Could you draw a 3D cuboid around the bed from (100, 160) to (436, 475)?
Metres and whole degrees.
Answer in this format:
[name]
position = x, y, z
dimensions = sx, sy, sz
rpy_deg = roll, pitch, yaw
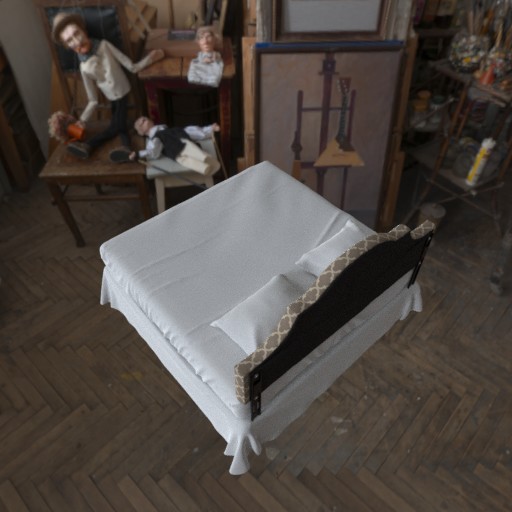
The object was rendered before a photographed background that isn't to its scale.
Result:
[bed]
position = 0.000, 0.000, 3.795
dimensions = 2.314, 1.601, 2.222
rpy_deg = -32, 54, -27
